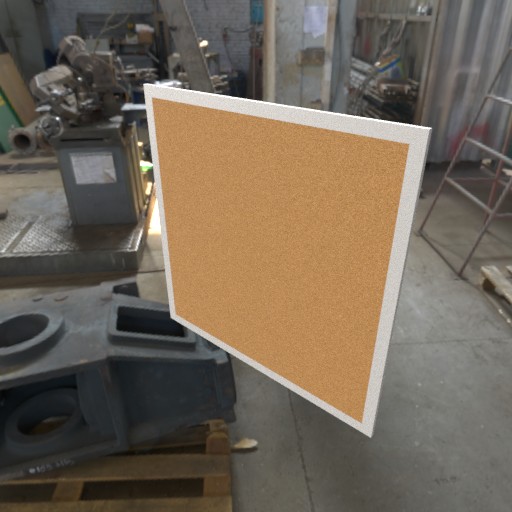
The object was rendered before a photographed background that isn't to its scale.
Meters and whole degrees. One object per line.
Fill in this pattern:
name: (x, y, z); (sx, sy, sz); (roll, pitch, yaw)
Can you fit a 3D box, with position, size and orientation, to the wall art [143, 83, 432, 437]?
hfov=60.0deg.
wall art: (0.000, 0.000, 0.834); (0.558, 0.559, 0.009); (22, 36, 34)
